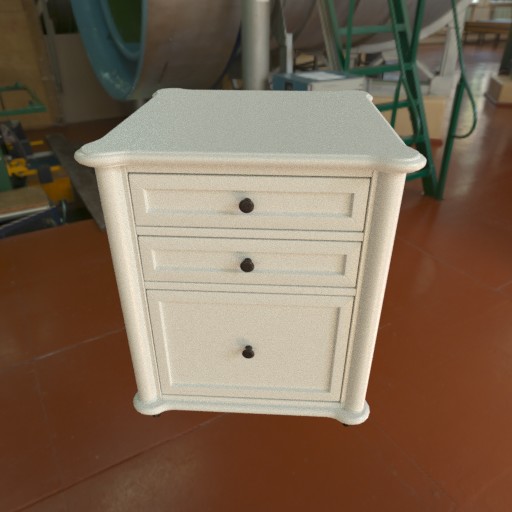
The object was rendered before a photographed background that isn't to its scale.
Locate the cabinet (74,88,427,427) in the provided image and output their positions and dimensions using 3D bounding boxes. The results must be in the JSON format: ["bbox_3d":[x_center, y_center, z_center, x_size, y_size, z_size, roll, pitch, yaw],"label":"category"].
[{"bbox_3d":[0.000,0.000,1.213,0.628,0.761,0.627,2,31,3],"label":"cabinet"}]
